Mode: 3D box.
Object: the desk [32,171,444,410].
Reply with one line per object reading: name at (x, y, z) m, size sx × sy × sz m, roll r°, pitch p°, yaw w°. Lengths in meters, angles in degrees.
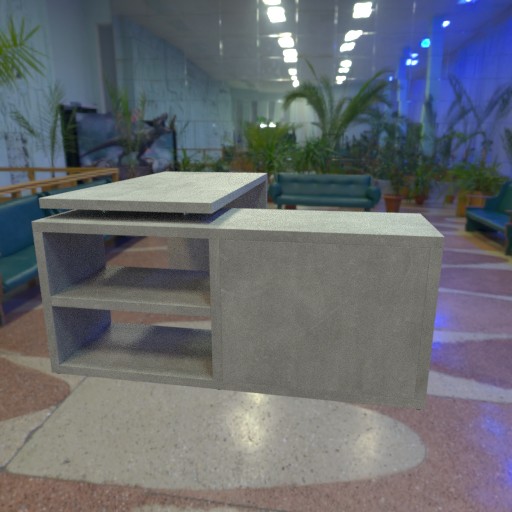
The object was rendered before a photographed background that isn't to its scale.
desk at (0.000, 0.000, 2.313) m, size 1.500 × 0.740 × 1.400 m, roll 3°, pitch 15°, yaw 10°
